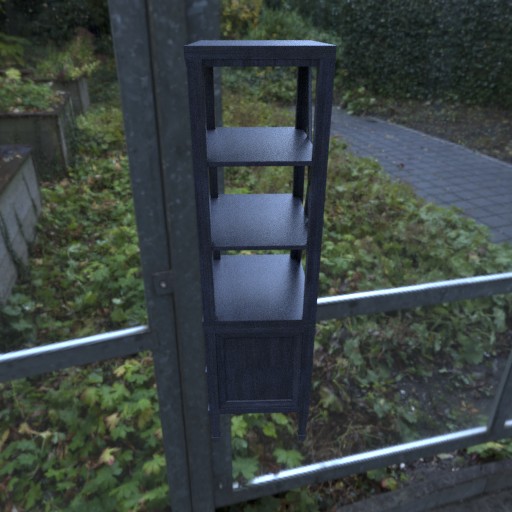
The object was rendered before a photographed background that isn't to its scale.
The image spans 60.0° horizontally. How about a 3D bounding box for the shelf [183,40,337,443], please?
[{"bbox_3d":[0.000,0.000,1.990,0.472,1.727,0.584,-1,27,-2],"label":"shelf"}]
